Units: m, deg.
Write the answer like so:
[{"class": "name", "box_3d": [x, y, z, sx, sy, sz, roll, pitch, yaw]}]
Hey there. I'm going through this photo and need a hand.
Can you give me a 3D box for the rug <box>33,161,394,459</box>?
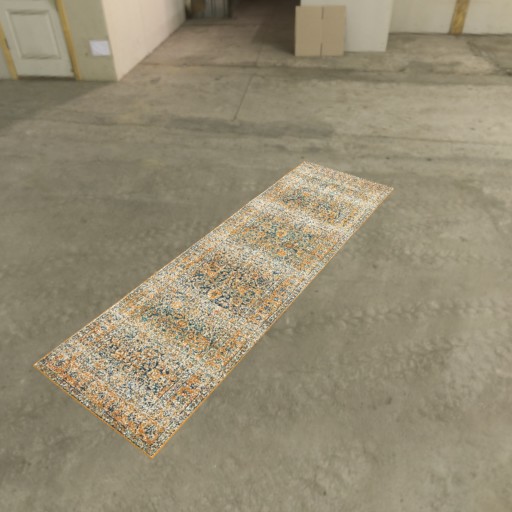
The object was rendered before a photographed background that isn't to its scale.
[{"class": "rug", "box_3d": [0.000, 0.000, 2.449, 0.704, 0.014, 2.294, 24, 45, 26]}]
